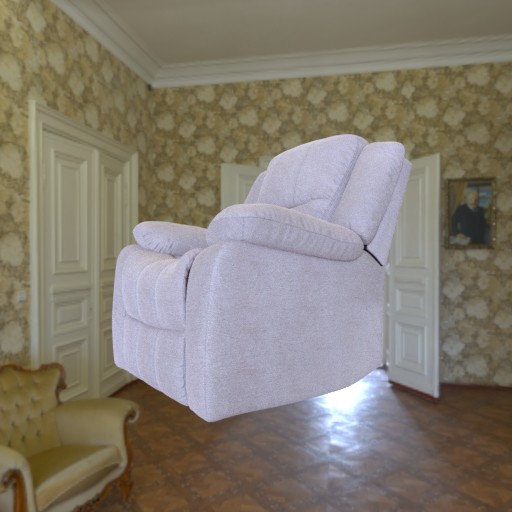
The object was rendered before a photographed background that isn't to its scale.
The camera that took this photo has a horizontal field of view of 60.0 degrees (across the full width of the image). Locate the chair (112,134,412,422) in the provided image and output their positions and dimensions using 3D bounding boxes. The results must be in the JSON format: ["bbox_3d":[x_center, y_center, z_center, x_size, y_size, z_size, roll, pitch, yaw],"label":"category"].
[{"bbox_3d":[0.000,0.000,1.774,0.944,1.008,0.899,0,0,-35],"label":"chair"}]
